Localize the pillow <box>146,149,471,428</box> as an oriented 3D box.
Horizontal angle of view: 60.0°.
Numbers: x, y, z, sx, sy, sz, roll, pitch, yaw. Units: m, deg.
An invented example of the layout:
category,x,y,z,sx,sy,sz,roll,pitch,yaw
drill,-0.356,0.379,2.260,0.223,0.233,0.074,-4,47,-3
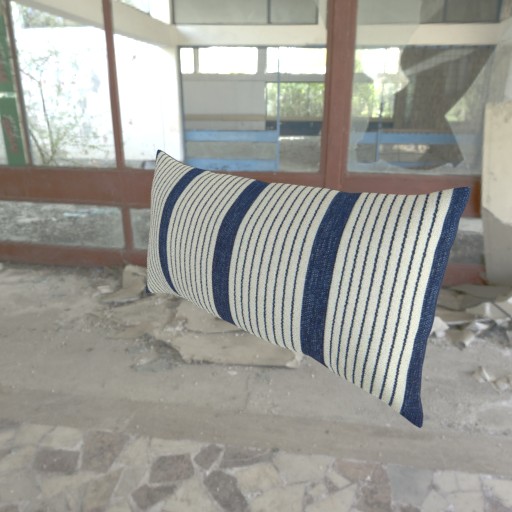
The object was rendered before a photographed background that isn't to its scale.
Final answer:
category,x,y,z,sx,sy,sz,roll,pitch,yaw
pillow,0.000,0.000,0.709,0.608,0.292,0.156,17,25,42
